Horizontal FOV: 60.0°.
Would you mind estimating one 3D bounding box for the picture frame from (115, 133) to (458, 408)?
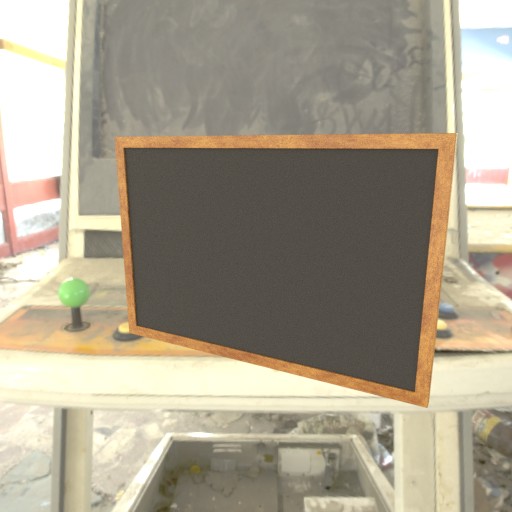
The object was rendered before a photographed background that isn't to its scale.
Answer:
[{"bbox_3d":[0.000,0.000,1.182,0.922,0.621,0.029,7,16,27],"label":"picture frame"}]
